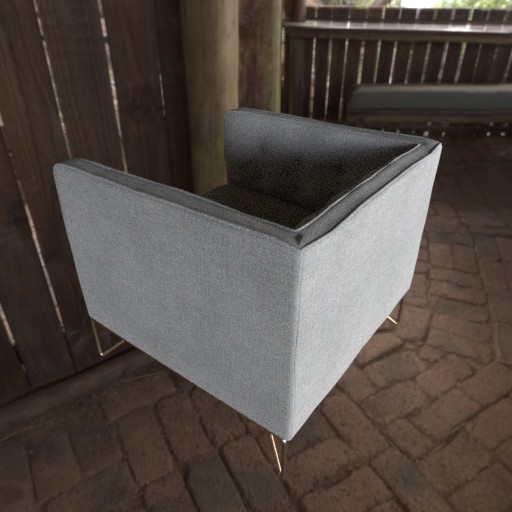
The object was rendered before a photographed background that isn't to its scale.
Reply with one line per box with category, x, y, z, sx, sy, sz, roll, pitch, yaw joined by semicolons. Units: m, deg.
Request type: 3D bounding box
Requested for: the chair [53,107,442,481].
chair;0.000;0.000;1.607;0.912;0.799;0.920;22;38;31
